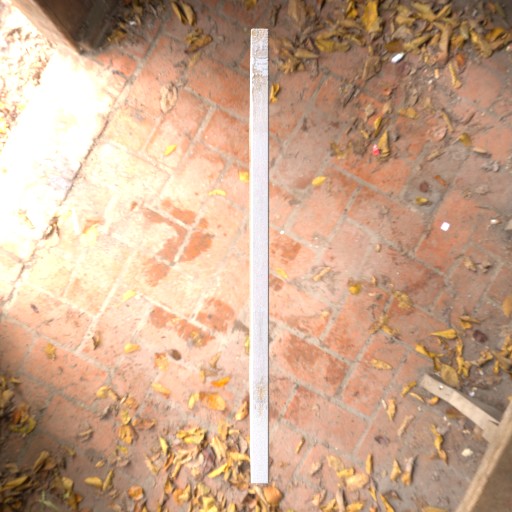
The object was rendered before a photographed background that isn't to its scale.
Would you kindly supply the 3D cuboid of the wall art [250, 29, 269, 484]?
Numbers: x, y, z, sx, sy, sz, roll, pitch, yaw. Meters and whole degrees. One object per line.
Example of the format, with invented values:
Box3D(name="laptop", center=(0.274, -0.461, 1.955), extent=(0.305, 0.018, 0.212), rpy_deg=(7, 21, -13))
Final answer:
Box3D(name="wall art", center=(0.000, 0.000, 1.496), extent=(0.040, 1.018, 1.015), rpy_deg=(0, 90, -1))
